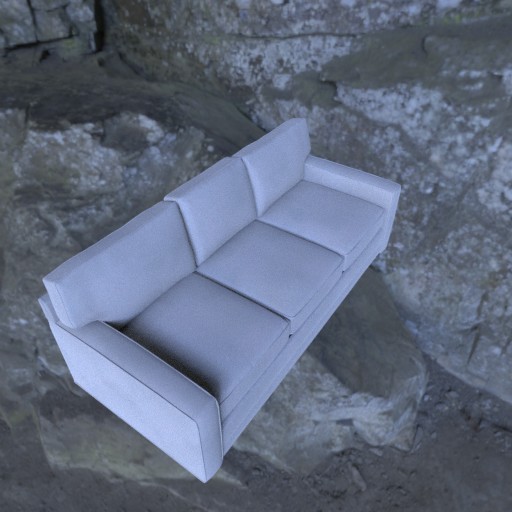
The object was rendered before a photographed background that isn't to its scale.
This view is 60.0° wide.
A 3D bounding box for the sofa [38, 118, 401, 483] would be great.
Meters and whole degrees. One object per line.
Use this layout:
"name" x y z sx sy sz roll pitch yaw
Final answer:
"sofa" 0.000 0.000 2.577 0.935 0.862 2.088 24 46 26
